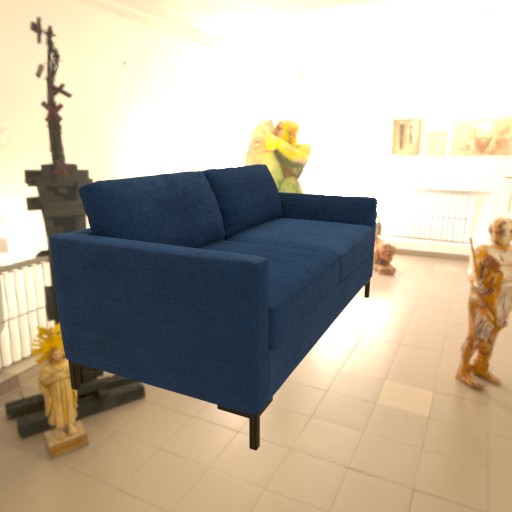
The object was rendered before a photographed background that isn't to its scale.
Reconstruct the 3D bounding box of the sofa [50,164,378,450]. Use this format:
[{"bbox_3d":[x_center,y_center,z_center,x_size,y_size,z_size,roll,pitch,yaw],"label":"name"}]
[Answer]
[{"bbox_3d":[0.000,0.000,2.179,0.875,0.817,1.676,7,16,25],"label":"sofa"}]
